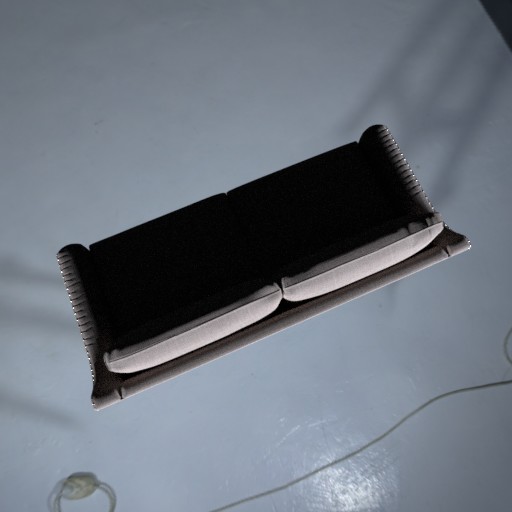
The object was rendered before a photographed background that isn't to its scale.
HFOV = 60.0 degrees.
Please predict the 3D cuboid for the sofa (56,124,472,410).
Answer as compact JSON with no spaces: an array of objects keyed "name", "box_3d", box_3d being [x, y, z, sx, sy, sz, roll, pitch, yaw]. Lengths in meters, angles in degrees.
[{"name":"sofa","box_3d":[0.000,0.000,2.738,2.208,0.857,1.000,-22,76,-6]}]
